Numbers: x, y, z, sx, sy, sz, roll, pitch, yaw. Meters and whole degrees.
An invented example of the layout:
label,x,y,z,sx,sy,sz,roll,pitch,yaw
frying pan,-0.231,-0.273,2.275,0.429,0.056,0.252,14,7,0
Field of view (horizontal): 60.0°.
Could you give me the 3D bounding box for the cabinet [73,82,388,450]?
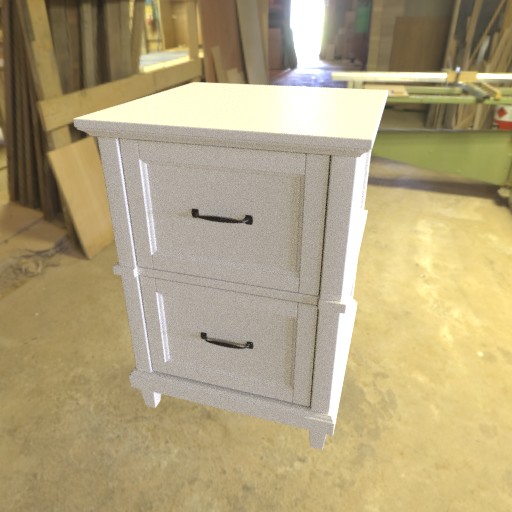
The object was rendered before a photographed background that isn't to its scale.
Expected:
label,x,y,z,sx,sy,sz,roll,pitch,yaw
cabinet,0.000,0.000,1.165,0.544,0.775,0.547,8,29,15
